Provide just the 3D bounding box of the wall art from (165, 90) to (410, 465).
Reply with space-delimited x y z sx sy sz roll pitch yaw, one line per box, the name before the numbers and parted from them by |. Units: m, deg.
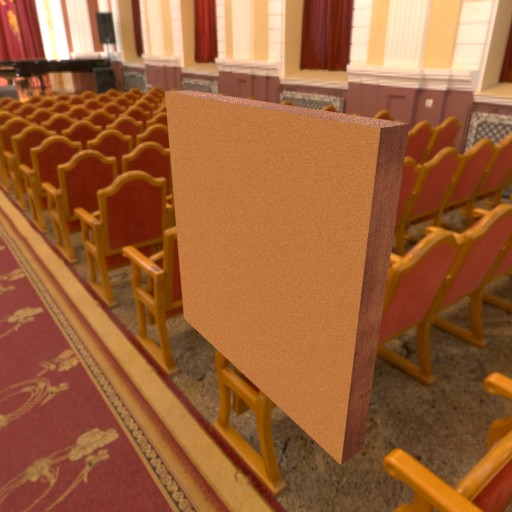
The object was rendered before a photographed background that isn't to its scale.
wall art | 0.000 0.000 0.588 0.038 0.385 0.386 -18 31 -33
